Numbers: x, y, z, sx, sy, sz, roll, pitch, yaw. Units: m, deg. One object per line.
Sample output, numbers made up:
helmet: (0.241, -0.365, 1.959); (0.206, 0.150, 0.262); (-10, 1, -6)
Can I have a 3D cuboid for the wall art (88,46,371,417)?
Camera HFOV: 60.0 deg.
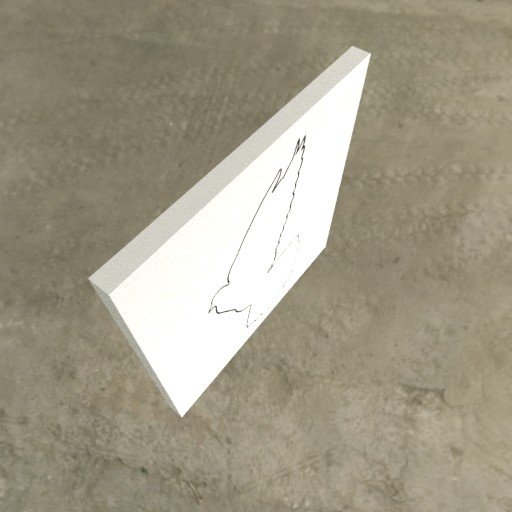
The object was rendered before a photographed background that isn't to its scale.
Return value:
wall art: (0.000, 0.000, 0.915); (0.038, 0.610, 0.610); (33, 63, 19)
